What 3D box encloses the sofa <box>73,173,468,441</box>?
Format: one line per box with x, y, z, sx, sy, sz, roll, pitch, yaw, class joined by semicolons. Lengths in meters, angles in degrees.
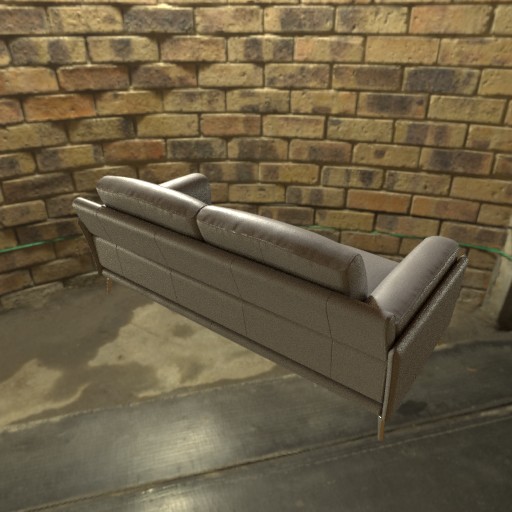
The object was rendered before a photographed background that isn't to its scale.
0.000;0.000;2.624;2.101;0.930;1.049;20;34;32;sofa
